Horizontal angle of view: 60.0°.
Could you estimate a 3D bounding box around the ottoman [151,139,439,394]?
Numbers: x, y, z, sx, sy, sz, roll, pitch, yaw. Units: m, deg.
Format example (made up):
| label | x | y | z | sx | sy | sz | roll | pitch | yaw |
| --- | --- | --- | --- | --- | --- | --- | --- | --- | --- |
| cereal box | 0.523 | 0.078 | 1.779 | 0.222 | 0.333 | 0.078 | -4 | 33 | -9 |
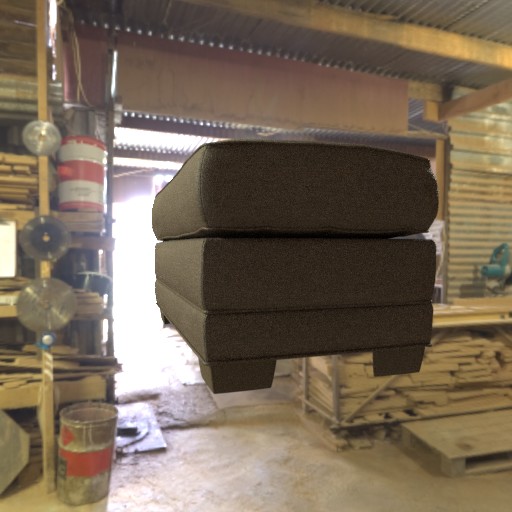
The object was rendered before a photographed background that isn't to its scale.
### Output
| label | x | y | z | sx | sy | sz | roll | pitch | yaw |
| --- | --- | --- | --- | --- | --- | --- | --- | --- | --- |
| ottoman | 0.000 | 0.000 | 1.183 | 0.490 | 0.448 | 0.864 | 0 | 1 | -18 |
